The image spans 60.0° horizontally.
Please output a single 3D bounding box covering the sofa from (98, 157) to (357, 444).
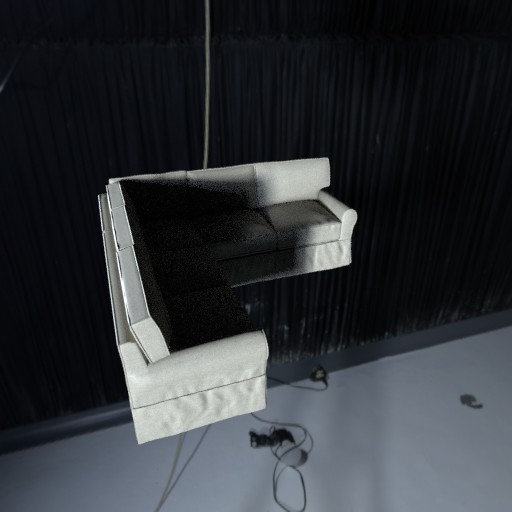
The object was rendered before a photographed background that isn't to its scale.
[{"bbox_3d":[0.000,0.000,4.155,2.623,1.081,2.618,-10,31,-17],"label":"sofa"}]
